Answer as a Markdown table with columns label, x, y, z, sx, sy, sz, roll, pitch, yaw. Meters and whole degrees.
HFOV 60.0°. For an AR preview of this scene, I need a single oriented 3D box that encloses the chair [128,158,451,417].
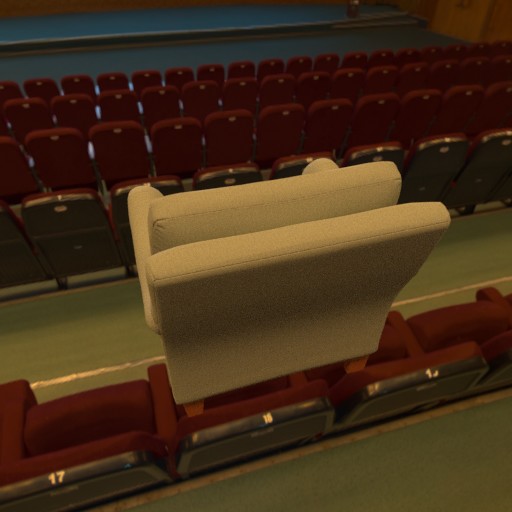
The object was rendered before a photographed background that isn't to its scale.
| label | x | y | z | sx | sy | sz | roll | pitch | yaw |
| --- | --- | --- | --- | --- | --- | --- | --- | --- | --- |
| chair | 0.000 | 0.000 | 1.858 | 0.955 | 1.038 | 1.070 | -11 | 41 | -13 |
